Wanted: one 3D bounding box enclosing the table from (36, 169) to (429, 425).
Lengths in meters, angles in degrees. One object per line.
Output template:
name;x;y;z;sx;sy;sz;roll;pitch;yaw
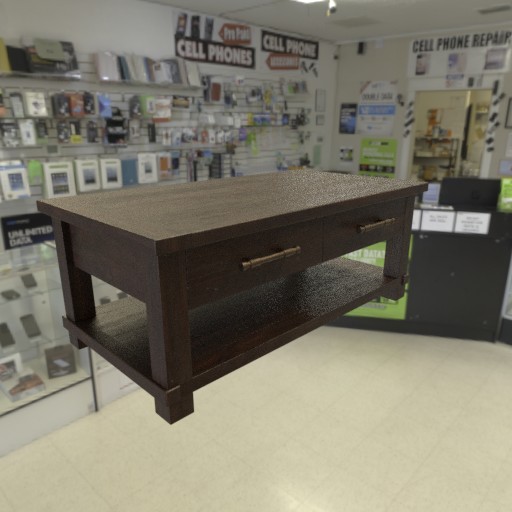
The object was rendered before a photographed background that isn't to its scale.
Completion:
table;0.000;0.000;1.653;1.270;0.494;0.700;-16;23;-42
